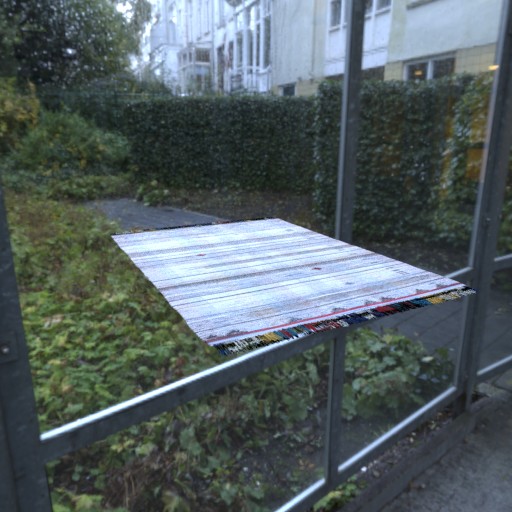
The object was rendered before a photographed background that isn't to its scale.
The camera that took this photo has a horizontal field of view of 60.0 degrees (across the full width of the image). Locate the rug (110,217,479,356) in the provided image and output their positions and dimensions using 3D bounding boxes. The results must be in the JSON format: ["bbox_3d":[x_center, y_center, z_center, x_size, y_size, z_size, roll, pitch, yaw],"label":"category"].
[{"bbox_3d":[0.000,0.000,2.356,1.217,0.012,1.848,-8,18,-26],"label":"rug"}]
